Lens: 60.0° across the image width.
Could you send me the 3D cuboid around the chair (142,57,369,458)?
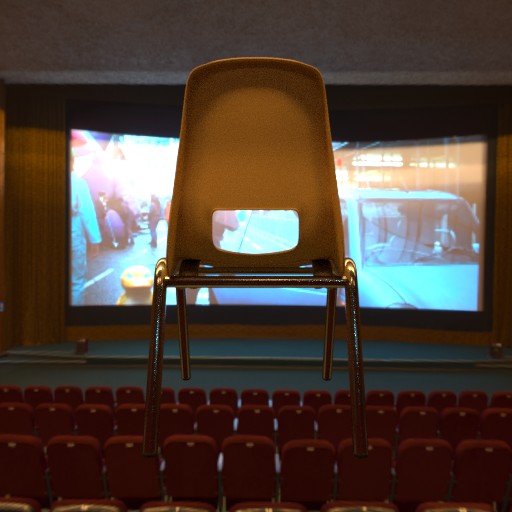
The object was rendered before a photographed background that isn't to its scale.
[{"bbox_3d":[0.000,0.000,0.843,0.354,0.586,0.423,0,0,0],"label":"chair"}]
